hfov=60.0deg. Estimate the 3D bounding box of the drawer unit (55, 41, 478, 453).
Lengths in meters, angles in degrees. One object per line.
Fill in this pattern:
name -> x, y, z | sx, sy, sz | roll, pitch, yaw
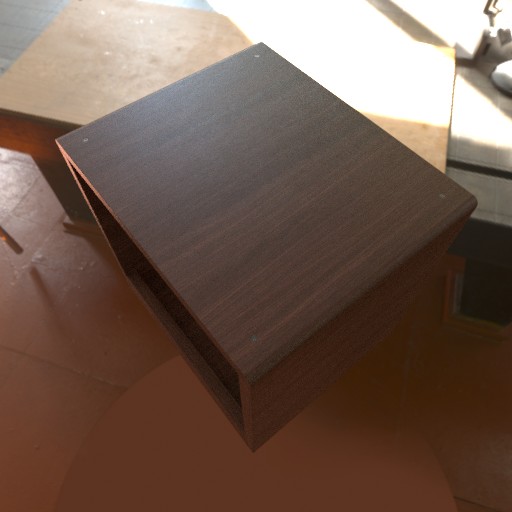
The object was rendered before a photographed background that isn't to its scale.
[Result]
drawer unit -> 0.000, 0.000, 0.611 | 0.290, 0.351, 0.349 | -34, 64, -19
